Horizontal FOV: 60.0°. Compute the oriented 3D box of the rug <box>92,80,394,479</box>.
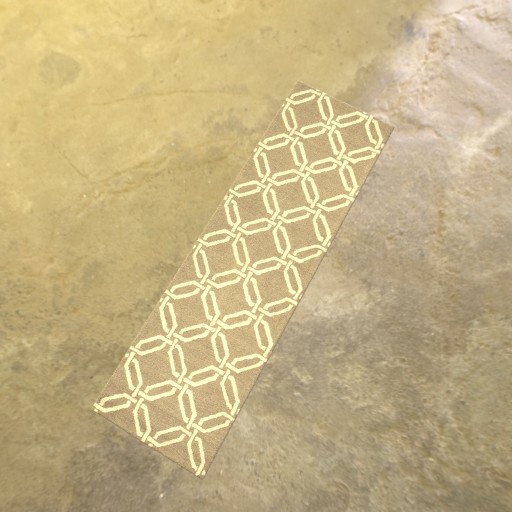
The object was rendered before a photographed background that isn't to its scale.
[{"bbox_3d":[0.000,0.000,2.511,0.678,0.014,2.276,29,77,7],"label":"rug"}]
